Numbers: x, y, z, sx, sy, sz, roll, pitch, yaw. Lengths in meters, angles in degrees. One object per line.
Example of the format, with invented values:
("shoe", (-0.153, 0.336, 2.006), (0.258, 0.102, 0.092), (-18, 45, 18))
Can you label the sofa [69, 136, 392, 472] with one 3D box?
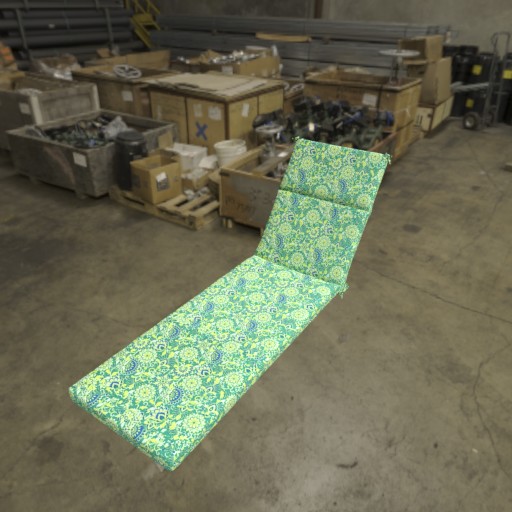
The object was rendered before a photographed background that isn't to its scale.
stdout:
("sofa", (0.000, 0.000, 1.934), (0.582, 0.622, 1.663), (19, 36, 29))
